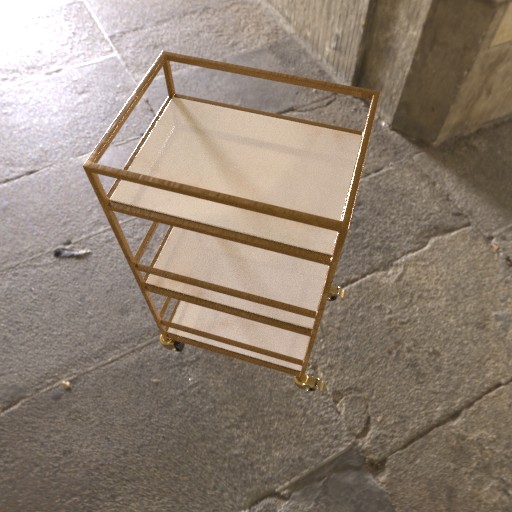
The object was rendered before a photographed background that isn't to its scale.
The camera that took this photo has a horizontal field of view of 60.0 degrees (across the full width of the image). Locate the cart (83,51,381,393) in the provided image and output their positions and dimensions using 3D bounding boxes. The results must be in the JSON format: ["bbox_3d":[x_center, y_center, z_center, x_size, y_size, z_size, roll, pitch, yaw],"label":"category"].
[{"bbox_3d":[0.000,0.000,1.033,0.483,0.761,0.332,14,59,9],"label":"cart"}]
